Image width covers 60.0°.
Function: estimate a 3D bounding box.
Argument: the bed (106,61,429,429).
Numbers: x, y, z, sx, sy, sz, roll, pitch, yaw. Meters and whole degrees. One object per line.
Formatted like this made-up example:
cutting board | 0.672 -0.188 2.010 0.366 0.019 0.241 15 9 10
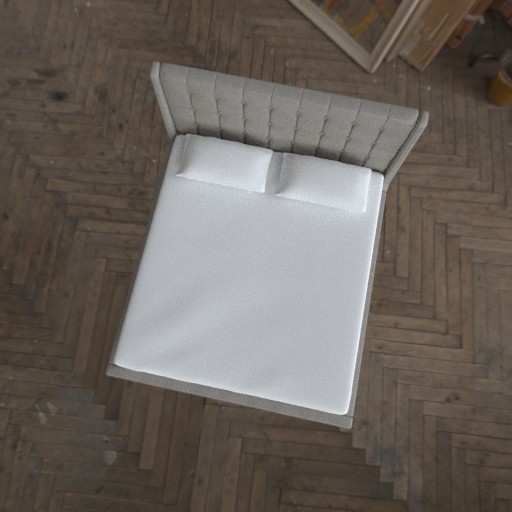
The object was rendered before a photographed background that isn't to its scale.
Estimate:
bed | 0.000 0.000 3.576 2.062 1.289 2.342 12 77 3
